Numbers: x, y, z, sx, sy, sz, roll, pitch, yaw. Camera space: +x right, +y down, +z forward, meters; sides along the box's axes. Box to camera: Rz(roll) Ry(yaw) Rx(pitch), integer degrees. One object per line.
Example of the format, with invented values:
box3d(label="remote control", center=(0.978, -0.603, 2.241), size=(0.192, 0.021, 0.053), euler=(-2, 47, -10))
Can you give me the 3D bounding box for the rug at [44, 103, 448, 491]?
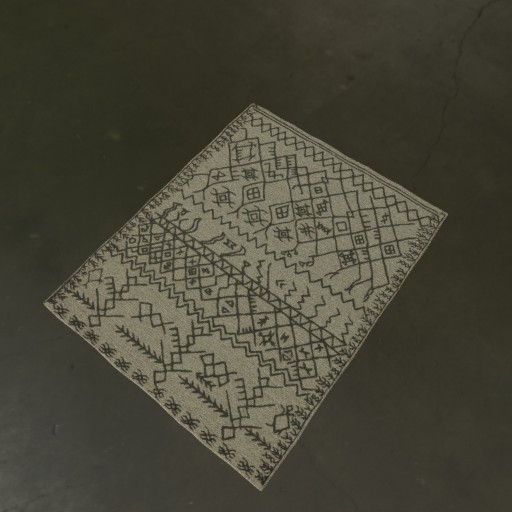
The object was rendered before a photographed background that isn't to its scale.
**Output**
box3d(label="rug", center=(0.000, 0.000, 3.317), size=(1.964, 0.025, 2.455), euler=(34, 68, 16))
